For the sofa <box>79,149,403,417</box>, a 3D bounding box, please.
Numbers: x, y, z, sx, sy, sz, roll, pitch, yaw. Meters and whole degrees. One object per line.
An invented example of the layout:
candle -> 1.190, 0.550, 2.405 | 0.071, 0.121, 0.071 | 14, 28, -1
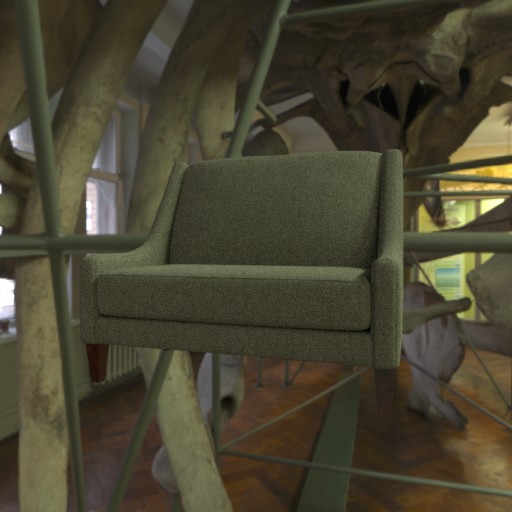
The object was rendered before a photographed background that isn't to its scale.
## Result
sofa -> 0.000, 0.000, 1.965 | 1.242, 1.021, 0.870 | 1, 2, 18
